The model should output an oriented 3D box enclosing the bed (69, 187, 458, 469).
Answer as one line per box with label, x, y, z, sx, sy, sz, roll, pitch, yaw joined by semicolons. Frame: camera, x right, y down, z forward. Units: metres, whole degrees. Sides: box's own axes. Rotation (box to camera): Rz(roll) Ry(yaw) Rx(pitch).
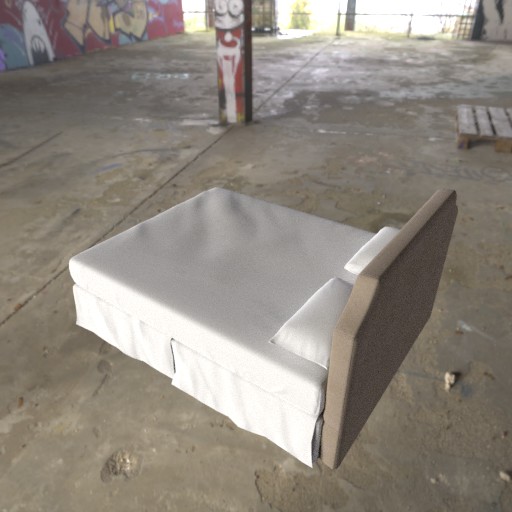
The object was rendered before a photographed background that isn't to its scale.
bed;0.000;0.000;3.571;2.498;1.293;1.977;21;37;30
